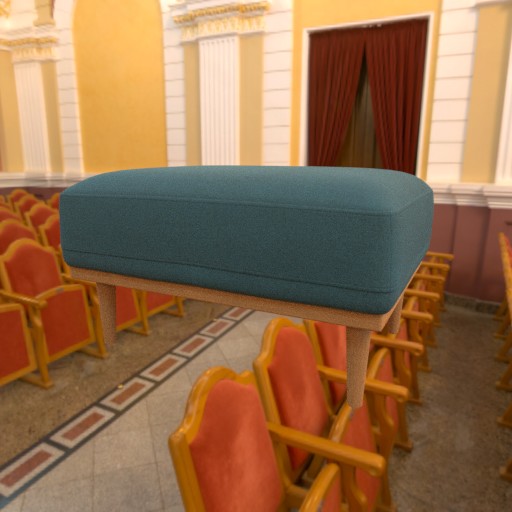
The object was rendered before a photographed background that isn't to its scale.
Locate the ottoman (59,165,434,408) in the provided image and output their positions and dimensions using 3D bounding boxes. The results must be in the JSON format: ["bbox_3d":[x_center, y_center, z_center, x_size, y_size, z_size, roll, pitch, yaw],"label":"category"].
[{"bbox_3d":[0.000,0.000,1.080,0.749,0.428,0.549,7,15,26],"label":"ottoman"}]
